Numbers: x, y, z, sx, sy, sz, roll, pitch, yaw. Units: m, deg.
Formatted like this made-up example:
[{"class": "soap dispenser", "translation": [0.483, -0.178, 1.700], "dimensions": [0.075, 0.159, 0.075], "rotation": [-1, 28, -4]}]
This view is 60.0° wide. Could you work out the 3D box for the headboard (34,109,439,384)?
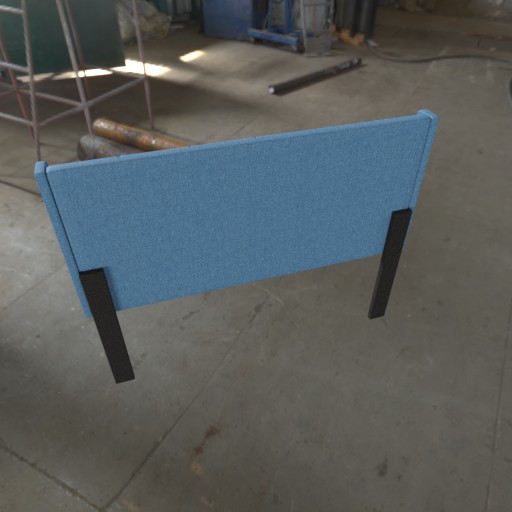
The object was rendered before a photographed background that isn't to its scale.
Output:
[{"class": "headboard", "translation": [0.000, 0.000, 2.680], "dimensions": [2.051, 1.524, 0.184], "rotation": [-11, 41, -13]}]
